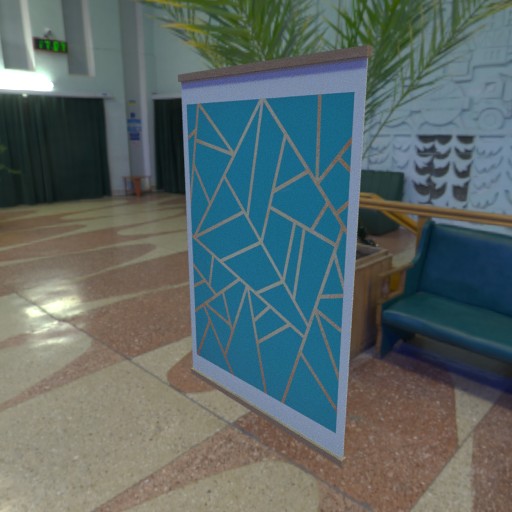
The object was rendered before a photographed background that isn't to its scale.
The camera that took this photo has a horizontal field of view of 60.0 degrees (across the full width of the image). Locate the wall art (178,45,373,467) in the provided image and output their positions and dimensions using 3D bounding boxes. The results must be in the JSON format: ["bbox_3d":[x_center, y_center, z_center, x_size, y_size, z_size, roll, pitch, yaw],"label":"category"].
[{"bbox_3d":[0.000,0.000,1.887,0.030,1.519,0.990,-15,21,-42],"label":"wall art"}]
